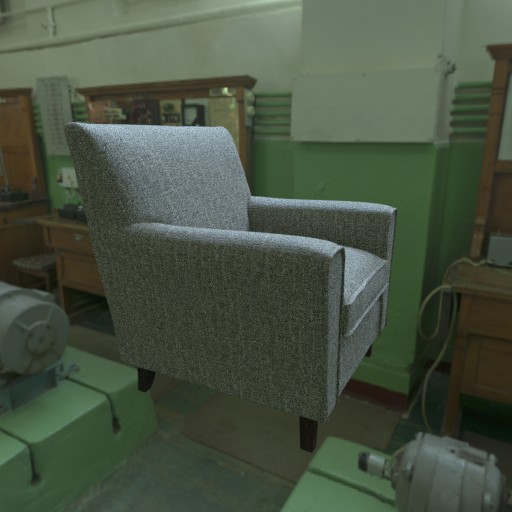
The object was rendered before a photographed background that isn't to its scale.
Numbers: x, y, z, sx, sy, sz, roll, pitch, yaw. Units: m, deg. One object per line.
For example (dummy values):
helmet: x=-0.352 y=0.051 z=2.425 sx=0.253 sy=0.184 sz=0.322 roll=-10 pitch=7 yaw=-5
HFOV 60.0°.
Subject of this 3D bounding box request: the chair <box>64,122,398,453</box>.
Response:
chair: x=0.000 y=0.000 z=1.621 sx=0.873 sy=0.928 sz=0.864 roll=8 pitch=17 yaw=27
